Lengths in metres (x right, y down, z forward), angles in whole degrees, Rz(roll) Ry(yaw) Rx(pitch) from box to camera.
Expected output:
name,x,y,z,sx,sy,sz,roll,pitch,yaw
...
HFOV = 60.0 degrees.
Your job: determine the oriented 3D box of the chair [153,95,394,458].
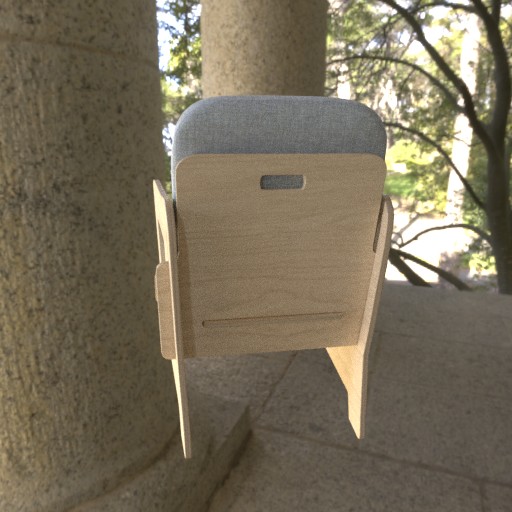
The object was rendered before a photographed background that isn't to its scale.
name,x,y,z,sx,sy,sz,roll,pitch,yaw
chair,0.000,0.000,1.253,0.590,0.800,0.710,-2,14,-9
